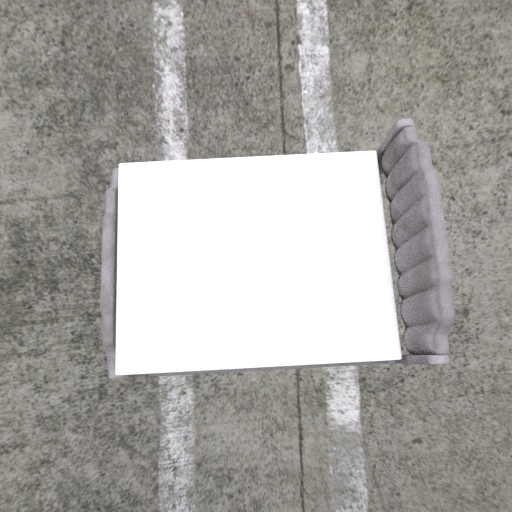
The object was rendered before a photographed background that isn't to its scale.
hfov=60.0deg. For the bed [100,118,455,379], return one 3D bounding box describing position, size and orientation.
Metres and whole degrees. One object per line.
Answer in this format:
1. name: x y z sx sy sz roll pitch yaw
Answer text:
1. bed: 0.000 0.000 3.301 2.340 1.245 1.676 -3 77 -1
